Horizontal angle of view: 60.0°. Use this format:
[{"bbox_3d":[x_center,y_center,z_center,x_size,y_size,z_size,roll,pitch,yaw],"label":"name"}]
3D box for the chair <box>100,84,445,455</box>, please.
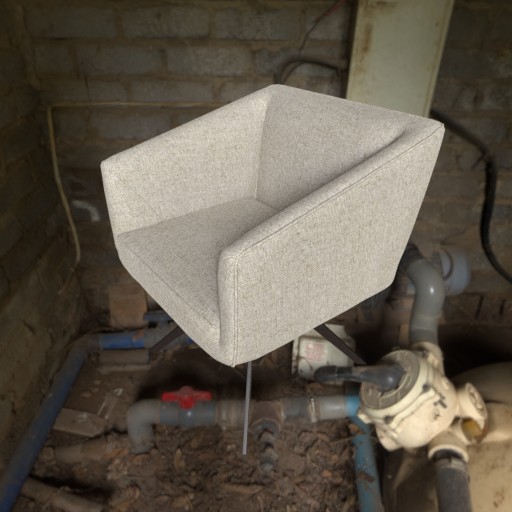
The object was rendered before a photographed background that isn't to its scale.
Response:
[{"bbox_3d":[0.000,0.000,1.233,0.623,0.760,0.628,-22,38,-32],"label":"chair"}]
